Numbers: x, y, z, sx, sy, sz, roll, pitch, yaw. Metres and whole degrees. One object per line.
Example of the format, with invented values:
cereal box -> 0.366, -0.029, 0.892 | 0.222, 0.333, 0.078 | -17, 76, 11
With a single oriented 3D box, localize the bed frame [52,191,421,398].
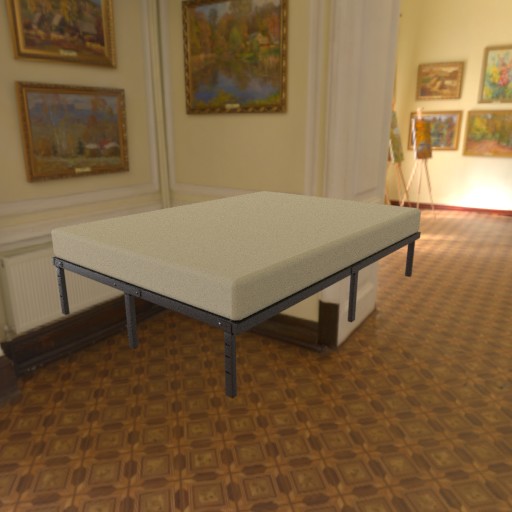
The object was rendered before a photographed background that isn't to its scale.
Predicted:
bed frame -> 0.000, 0.000, 3.826 | 2.842, 0.680, 2.205 | -15, 22, -41
